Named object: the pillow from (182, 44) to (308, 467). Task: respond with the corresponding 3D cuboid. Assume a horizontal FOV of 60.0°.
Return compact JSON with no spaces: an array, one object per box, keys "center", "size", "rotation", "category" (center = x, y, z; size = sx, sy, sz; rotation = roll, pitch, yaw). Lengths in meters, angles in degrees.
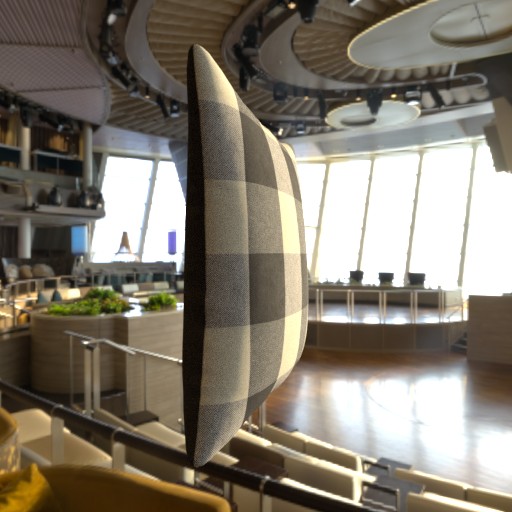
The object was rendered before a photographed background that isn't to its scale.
[{"center":[0.000,0.000,0.771],"size":[0.161,0.509,0.511],"rotation":[0,0,17],"category":"pillow"}]
